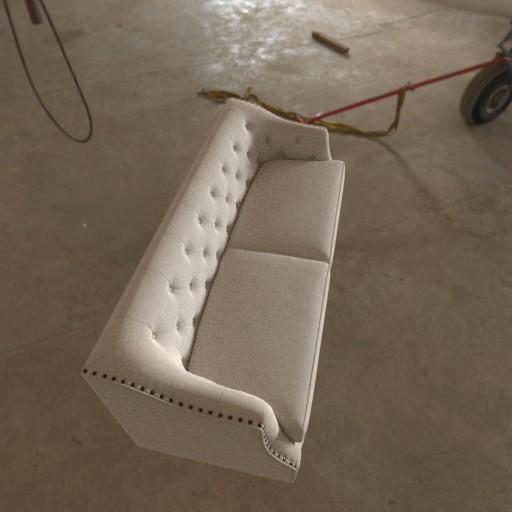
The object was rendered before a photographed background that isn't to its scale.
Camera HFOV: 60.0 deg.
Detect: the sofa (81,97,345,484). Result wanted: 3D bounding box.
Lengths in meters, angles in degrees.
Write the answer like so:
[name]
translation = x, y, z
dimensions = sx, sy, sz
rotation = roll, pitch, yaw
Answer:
[sofa]
translation = 0.000, 0.000, 2.683
dimensions = 0.914, 0.901, 2.235
rotation = 9, 48, 9
